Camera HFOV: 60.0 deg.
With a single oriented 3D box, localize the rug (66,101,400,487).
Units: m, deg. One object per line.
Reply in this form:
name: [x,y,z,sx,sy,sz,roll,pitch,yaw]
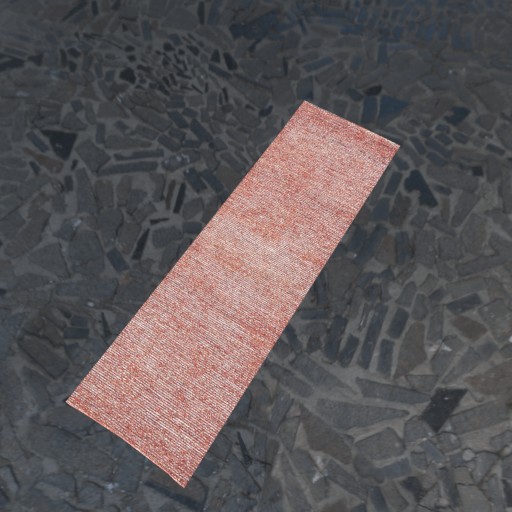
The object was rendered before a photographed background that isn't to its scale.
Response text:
rug: [0.000,0.000,2.526,0.718,0.013,2.353,30,68,13]
